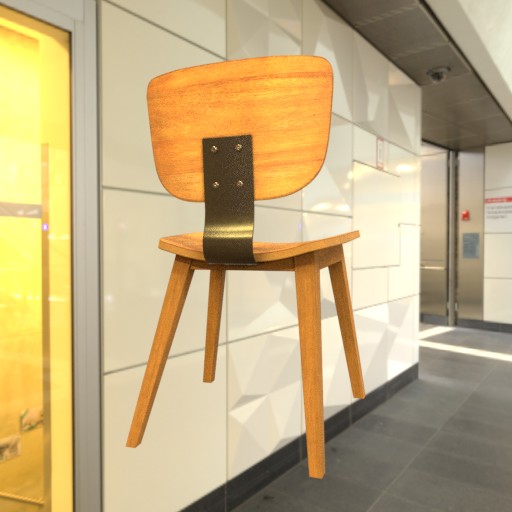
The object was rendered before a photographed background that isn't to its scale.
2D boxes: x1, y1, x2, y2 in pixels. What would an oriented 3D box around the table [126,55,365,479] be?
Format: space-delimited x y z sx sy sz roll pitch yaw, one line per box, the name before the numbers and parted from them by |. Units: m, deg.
table | 0.000 0.000 1.108 0.499 0.805 0.500 0 1 18
